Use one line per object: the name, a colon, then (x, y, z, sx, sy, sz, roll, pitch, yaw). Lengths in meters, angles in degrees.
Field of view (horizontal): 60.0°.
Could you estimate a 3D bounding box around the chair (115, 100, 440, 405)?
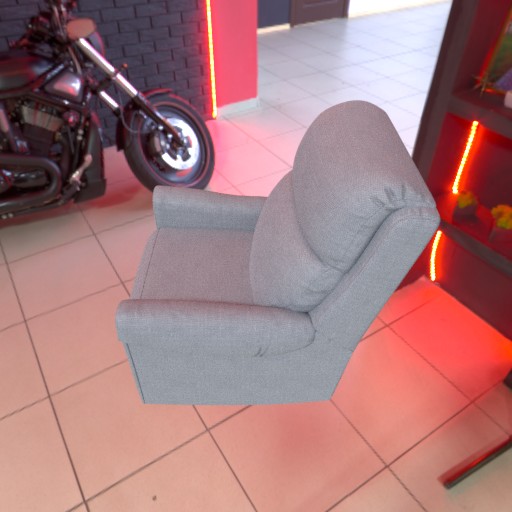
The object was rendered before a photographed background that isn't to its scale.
chair: (0.000, 0.000, 1.760, 1.014, 1.054, 0.838, 0, 41, 0)
